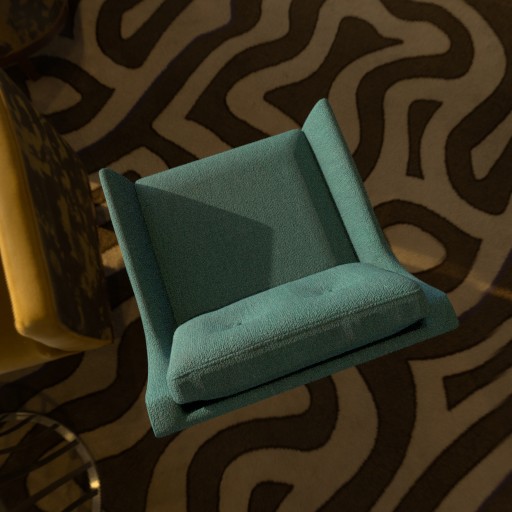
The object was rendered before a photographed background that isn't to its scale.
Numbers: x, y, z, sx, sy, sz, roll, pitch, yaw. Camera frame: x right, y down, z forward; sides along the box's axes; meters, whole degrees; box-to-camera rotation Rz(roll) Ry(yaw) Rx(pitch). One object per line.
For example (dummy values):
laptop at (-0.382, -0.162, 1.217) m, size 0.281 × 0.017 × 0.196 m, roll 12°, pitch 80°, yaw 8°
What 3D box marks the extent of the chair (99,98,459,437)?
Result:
chair at (0.000, 0.000, 1.518) m, size 0.847 × 0.828 × 0.849 m, roll -19°, pitch 77°, yaw -4°
